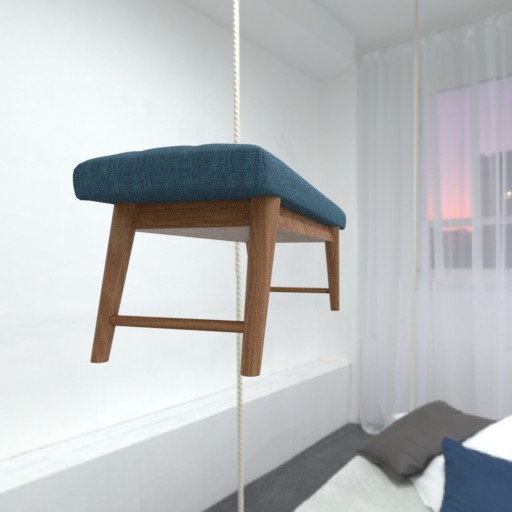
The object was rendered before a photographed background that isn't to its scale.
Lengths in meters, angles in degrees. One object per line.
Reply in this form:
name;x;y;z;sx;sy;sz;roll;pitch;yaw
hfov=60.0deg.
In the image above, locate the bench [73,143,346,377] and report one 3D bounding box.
bench;0.000;0.000;1.341;0.406;0.432;1.118;0;0;18
